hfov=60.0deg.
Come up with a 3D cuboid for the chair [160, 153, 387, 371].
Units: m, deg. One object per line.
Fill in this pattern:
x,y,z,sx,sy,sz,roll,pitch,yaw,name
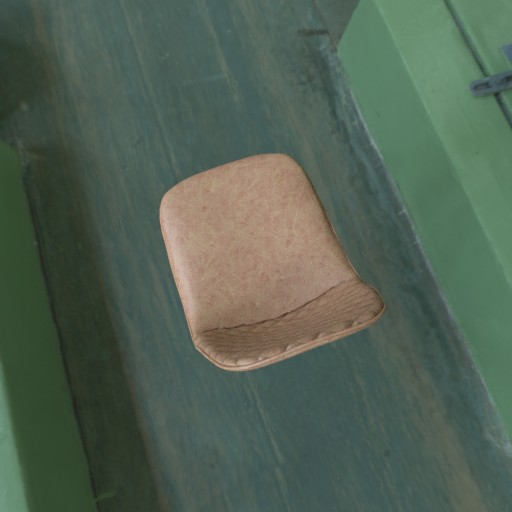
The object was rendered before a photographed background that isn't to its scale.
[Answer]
0.000,0.000,1.207,0.472,0.889,0.561,-19,77,-5,chair
